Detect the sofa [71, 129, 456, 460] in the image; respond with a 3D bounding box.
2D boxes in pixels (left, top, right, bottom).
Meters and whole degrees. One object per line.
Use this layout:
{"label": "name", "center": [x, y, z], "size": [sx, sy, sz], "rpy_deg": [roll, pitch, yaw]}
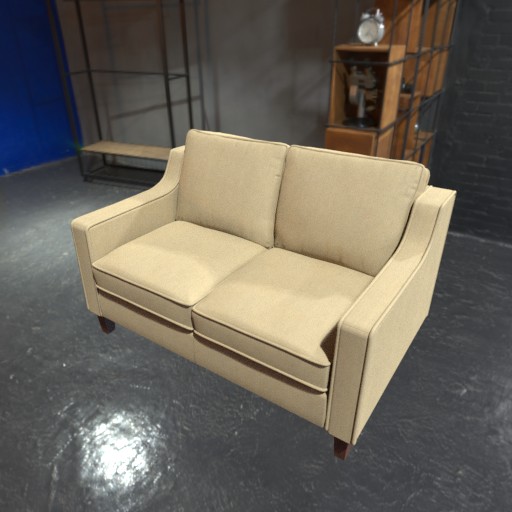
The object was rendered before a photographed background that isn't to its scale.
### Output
{"label": "sofa", "center": [0.000, 0.000, 2.143], "size": [1.501, 0.971, 0.987], "rpy_deg": [18, 33, 29]}
